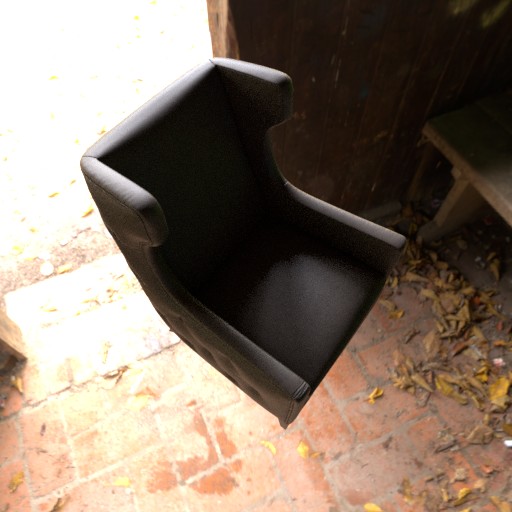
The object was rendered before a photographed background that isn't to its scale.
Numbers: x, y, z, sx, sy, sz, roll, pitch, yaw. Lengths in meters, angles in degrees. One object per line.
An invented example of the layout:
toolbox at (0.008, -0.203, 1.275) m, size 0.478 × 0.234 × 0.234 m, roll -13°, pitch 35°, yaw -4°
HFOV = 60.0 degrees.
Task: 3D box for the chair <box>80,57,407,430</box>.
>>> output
chair at (0.000, 0.000, 1.679) m, size 0.899 × 1.079 × 0.769 m, roll 32°, pitch 63°, yaw 18°
